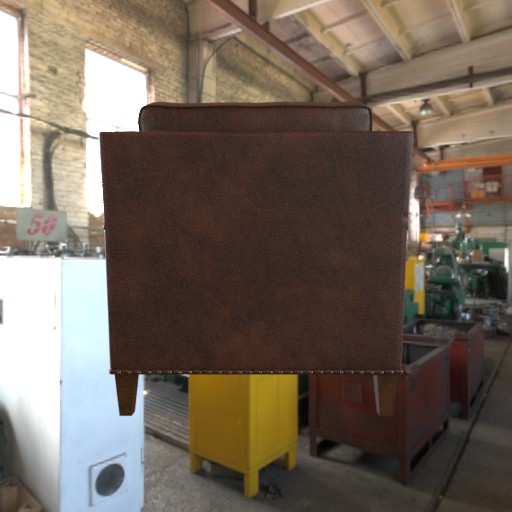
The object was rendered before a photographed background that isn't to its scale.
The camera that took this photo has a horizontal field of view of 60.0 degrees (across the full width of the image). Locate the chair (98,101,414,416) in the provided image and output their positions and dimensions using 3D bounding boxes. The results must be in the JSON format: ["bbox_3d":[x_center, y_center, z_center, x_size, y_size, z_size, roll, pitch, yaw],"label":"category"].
[{"bbox_3d":[0.000,0.000,1.682,0.853,0.929,1.014,0,1,0],"label":"chair"}]
